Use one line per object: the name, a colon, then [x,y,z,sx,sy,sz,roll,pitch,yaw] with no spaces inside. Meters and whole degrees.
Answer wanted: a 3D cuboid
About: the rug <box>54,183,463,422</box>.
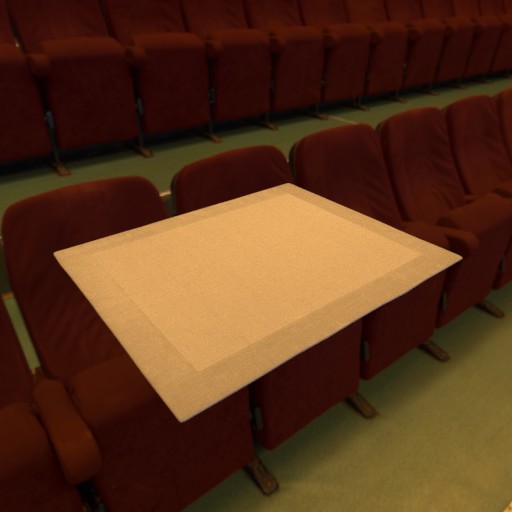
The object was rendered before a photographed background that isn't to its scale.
rug: [0.000,0.000,4.118,2.976,0.018,2.430,-21,36,-32]
